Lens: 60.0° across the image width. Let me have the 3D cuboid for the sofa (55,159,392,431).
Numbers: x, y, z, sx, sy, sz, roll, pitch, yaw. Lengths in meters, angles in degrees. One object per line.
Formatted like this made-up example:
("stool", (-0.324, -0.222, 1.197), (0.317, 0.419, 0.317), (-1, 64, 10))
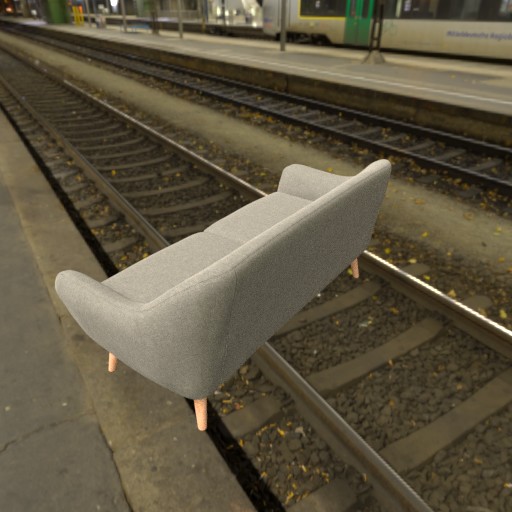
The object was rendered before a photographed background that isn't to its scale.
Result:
("sofa", (0.000, 0.000, 2.343), (0.820, 0.820, 1.840), (20, 35, 31))
